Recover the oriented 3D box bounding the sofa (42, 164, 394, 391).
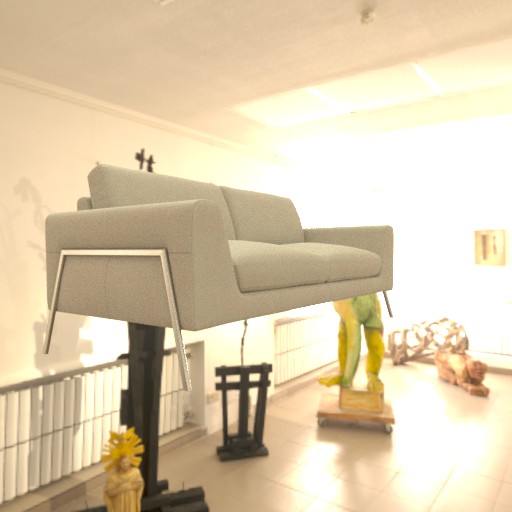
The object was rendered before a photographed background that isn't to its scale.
[{"bbox_3d":[0.000,0.000,2.546,0.953,0.875,2.017,0,1,36],"label":"sofa"}]
